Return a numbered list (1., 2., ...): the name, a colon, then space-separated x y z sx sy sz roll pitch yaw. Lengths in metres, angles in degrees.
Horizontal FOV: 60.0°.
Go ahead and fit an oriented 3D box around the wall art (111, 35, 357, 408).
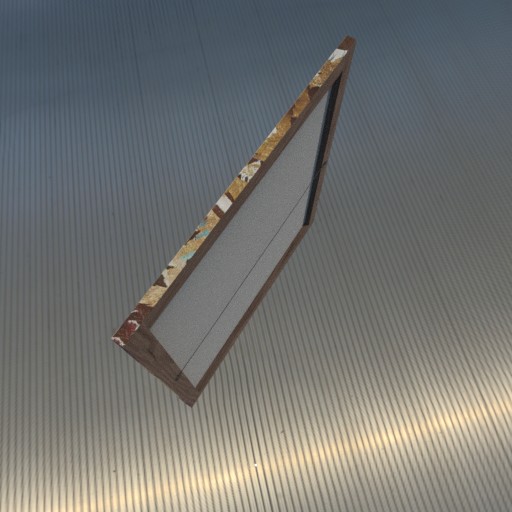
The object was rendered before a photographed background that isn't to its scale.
1. wall art: 0.000 0.000 1.127 0.028 0.762 0.757 30 68 13
